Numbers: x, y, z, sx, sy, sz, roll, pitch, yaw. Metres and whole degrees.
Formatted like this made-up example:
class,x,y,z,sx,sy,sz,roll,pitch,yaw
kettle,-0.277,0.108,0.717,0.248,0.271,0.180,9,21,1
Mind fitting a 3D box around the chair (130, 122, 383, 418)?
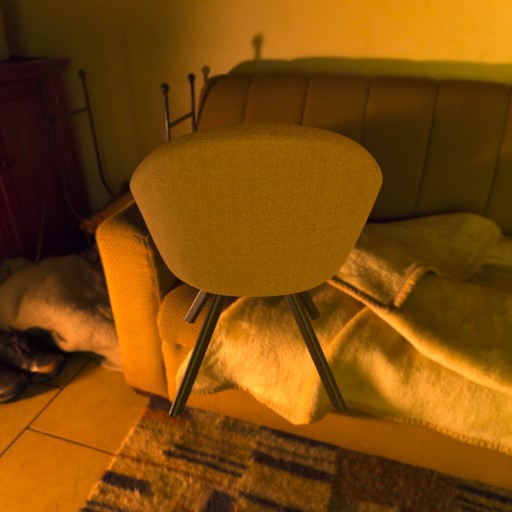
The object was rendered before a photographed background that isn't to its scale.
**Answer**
class,x,y,z,sx,sy,sz,roll,pitch,yaw
chair,0.000,0.000,1.184,0.590,0.795,0.550,-1,29,-2
